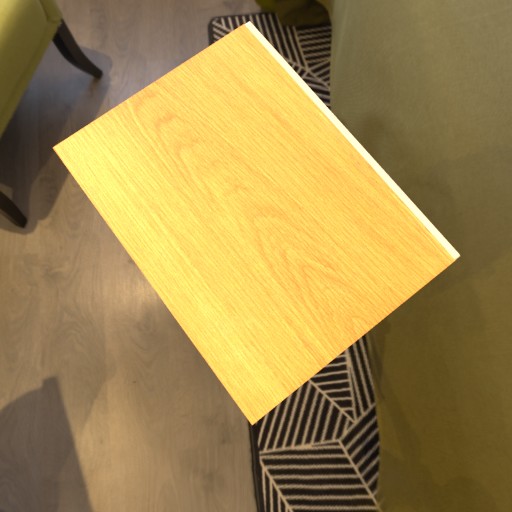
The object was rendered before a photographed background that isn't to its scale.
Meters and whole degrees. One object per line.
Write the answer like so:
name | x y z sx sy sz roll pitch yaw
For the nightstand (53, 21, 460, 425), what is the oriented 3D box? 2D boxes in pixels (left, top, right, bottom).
nightstand | 0.000 0.000 0.816 0.316 0.601 0.400 -37 79 -8
